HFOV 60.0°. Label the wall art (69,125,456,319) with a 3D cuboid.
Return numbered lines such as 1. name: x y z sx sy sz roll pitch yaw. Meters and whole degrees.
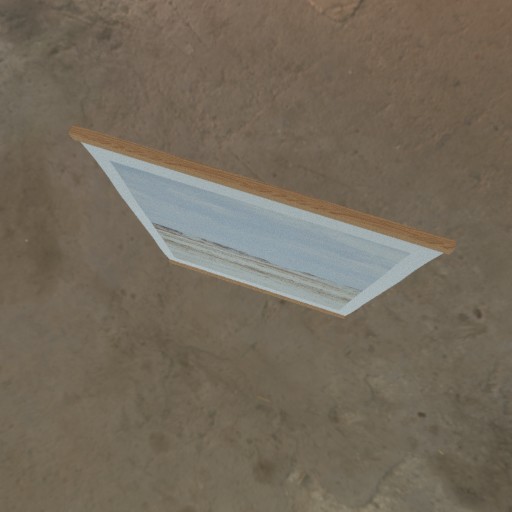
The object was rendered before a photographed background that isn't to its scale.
1. wall art: 0.000 0.000 1.302 0.739 1.016 0.020 18 76 5
